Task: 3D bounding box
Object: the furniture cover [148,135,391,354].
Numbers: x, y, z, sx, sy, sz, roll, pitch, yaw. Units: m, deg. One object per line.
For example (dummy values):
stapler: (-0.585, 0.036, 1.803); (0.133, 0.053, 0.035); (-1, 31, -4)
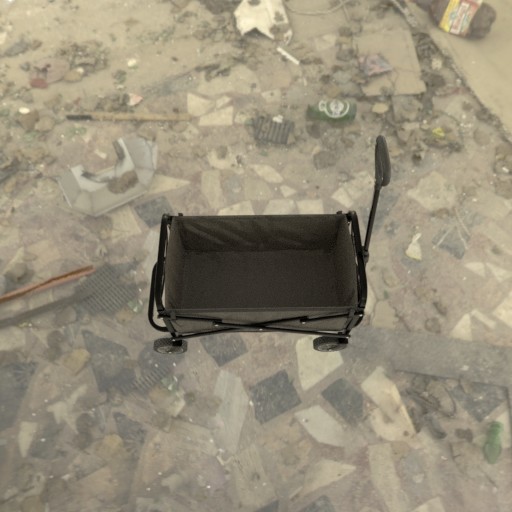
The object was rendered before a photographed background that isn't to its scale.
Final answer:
furniture cover: (0.000, 0.000, 1.844); (1.038, 1.295, 0.532); (-1, 62, 0)
